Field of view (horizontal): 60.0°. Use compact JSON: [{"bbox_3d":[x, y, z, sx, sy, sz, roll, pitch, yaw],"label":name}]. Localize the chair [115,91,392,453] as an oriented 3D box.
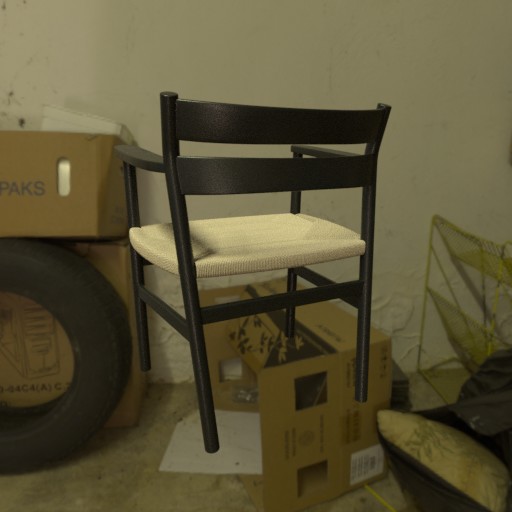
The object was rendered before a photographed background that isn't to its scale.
[{"bbox_3d":[0.000,0.000,1.185,0.630,0.775,0.508,-7,16,-27],"label":"chair"}]
